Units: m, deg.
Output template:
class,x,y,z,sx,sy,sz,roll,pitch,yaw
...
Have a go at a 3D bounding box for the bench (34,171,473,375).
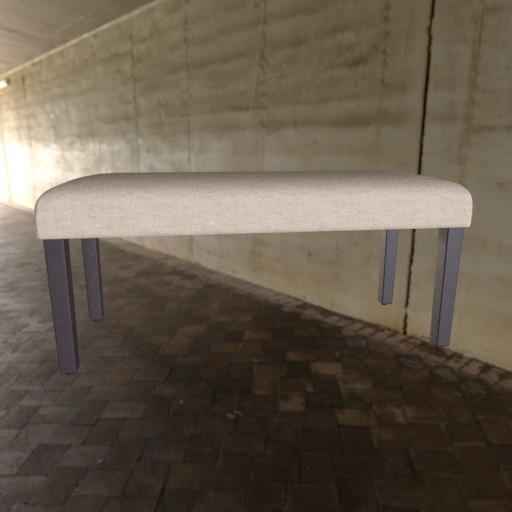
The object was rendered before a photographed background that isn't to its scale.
class,x,y,z,sx,sy,sz,roll,pitch,yaw
bench,0.000,0.000,1.234,1.013,0.456,0.407,-2,14,-9
